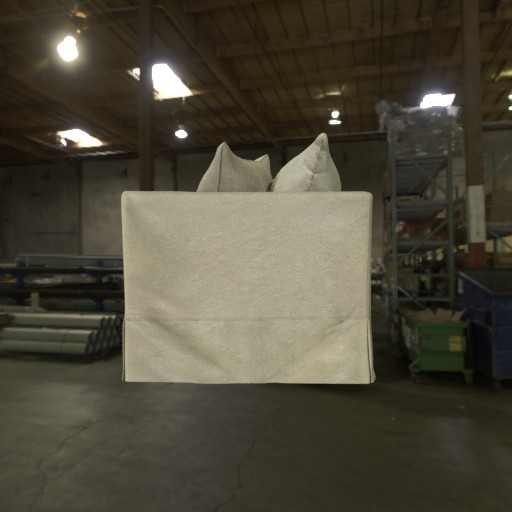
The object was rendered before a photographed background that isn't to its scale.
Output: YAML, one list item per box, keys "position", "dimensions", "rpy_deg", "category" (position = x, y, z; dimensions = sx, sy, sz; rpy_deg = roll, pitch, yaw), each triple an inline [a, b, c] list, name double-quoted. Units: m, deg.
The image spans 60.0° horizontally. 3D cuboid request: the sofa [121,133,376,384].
- position: [0.000, 0.000, 2.821]
  dimensions: [1.031, 1.034, 2.290]
  rpy_deg: [0, -1, 2]
  category: "sofa"
